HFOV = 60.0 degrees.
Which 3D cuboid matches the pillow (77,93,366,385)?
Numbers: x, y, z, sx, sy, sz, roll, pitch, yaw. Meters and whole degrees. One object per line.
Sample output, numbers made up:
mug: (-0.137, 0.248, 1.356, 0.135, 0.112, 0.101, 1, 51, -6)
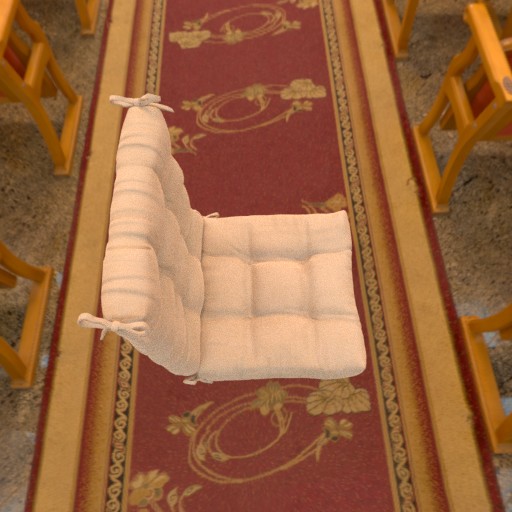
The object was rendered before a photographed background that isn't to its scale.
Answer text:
pillow: (0.000, 0.000, 1.037, 0.571, 0.605, 0.519, -1, 66, -1)
